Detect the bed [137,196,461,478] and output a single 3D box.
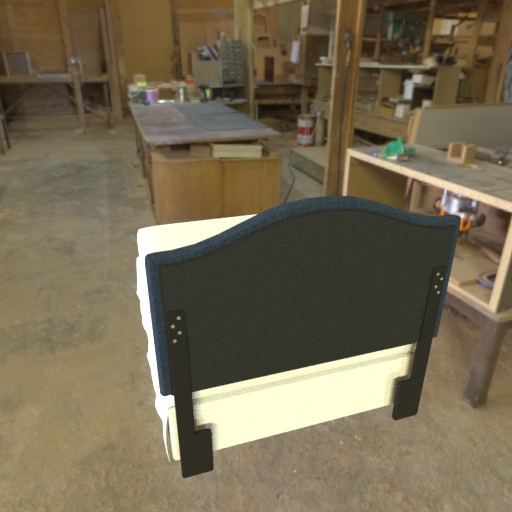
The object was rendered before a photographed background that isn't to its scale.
[{"bbox_3d":[0.000,0.000,3.253,1.713,1.518,2.153,-8,26,-16],"label":"bed"}]
